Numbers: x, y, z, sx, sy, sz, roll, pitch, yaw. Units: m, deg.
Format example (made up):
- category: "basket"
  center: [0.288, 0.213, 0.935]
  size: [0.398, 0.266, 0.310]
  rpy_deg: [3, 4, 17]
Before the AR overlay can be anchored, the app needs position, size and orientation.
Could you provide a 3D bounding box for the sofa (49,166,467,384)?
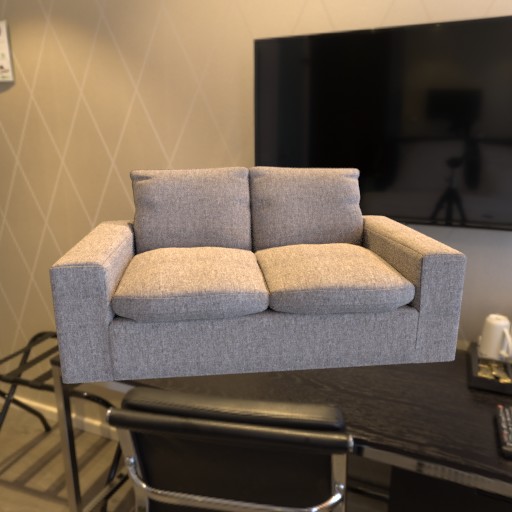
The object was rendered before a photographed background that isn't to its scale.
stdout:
- category: "sofa"
  center: [0.000, 0.000, 2.321]
  size: [1.758, 0.877, 1.094]
  rpy_deg: [-2, 14, -6]
